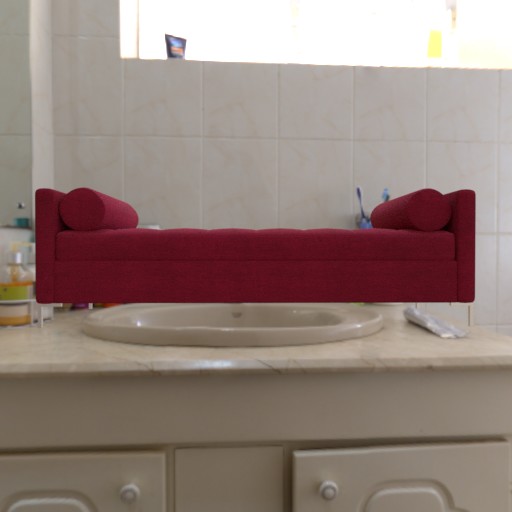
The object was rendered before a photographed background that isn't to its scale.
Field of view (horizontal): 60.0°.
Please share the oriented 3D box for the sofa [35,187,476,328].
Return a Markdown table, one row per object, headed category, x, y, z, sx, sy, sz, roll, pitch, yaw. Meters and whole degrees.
| category | x | y | z | sx | sy | sz | roll | pitch | yaw |
| --- | --- | --- | --- | --- | --- | --- | --- | --- | --- |
| sofa | 0.000 | 0.000 | 2.323 | 1.981 | 0.635 | 0.686 | 0 | 1 | -1 |
